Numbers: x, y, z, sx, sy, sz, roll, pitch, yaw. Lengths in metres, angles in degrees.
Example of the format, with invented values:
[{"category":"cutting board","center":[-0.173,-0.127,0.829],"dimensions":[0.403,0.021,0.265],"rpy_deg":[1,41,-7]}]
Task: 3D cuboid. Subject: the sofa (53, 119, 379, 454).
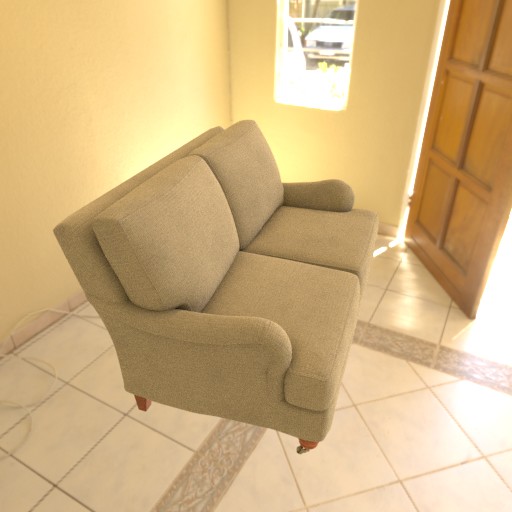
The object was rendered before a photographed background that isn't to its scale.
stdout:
[{"category":"sofa","center":[0.000,0.000,2.223],"dimensions":[1.087,0.999,1.480],"rpy_deg":[11,33,17]}]
